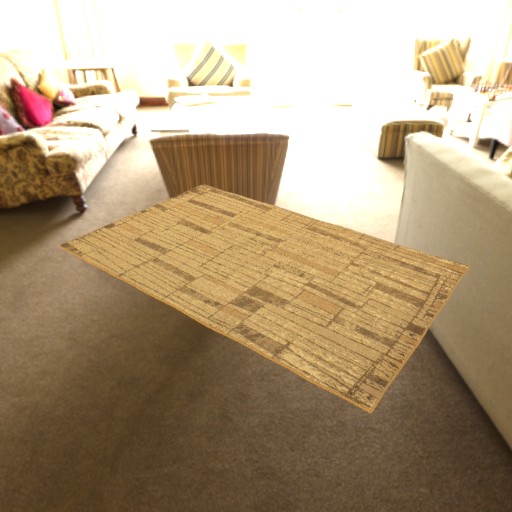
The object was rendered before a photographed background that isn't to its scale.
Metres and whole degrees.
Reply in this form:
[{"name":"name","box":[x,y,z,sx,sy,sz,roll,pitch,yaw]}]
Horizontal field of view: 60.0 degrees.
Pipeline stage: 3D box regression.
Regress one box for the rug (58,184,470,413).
[{"name":"rug","box":[0.000,0.000,3.081,2.444,0.023,1.531,21,37,32]}]
